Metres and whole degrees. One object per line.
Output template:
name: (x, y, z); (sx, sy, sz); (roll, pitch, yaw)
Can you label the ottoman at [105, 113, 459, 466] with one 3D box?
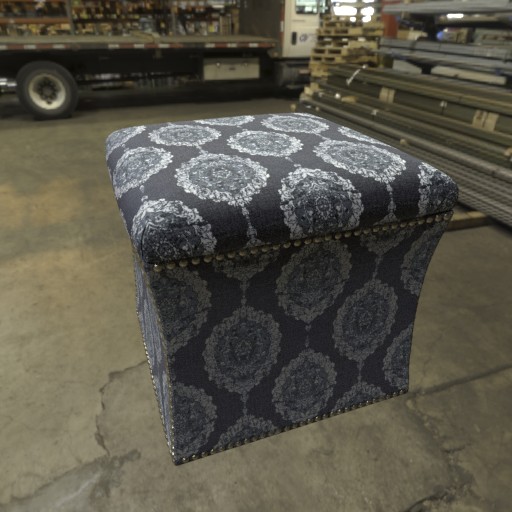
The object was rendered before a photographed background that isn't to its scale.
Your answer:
ottoman: (0.000, 0.000, 0.881); (0.497, 0.475, 0.507); (-10, 31, -18)
